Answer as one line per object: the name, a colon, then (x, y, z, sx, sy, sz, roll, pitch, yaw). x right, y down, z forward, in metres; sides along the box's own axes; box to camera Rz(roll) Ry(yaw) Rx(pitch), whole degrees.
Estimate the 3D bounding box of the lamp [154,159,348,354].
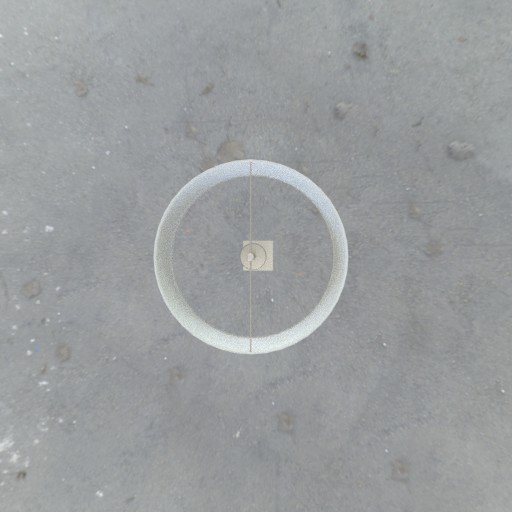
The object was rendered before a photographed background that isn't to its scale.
lamp: (0.000, 0.000, 1.678, 0.420, 1.475, 0.420, 0, 90, 1)
